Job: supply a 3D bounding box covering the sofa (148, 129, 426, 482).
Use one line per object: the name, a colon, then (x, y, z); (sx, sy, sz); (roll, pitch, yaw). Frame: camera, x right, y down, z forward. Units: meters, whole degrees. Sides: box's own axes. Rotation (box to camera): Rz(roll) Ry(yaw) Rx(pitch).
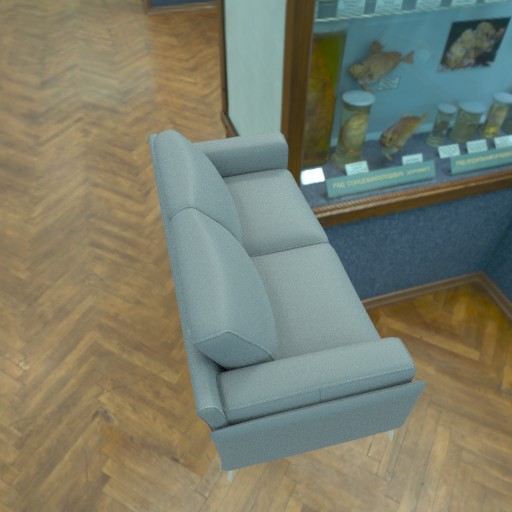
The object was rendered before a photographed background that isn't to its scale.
sofa: (0.000, 0.000, 2.565); (0.969, 0.900, 2.100); (-11, 47, -10)
